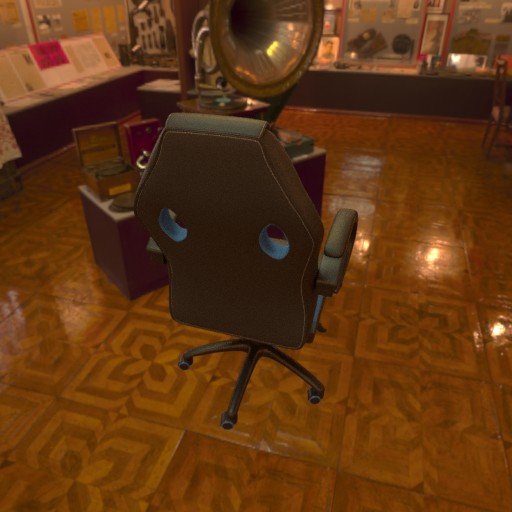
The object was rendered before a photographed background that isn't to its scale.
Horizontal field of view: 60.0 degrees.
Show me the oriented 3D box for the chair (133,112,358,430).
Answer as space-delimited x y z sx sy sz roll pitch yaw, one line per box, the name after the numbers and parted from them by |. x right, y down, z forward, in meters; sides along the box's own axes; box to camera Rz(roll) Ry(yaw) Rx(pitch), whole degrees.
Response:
0.000 0.000 1.650 0.673 1.187 0.724 10 34 16 | chair
